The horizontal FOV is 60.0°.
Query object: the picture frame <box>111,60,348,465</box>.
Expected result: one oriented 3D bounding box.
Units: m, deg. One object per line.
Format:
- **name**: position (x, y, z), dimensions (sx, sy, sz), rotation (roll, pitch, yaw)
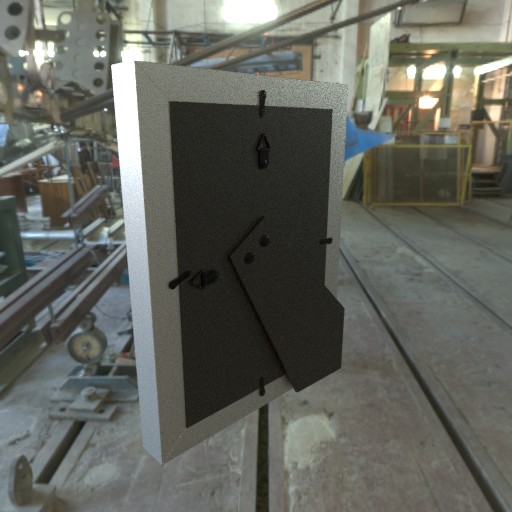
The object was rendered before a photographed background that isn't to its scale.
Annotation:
- **picture frame**: position (0.000, 0.000, 0.274), dimensions (0.157, 0.208, 0.028), rotation (-15, 22, -42)
